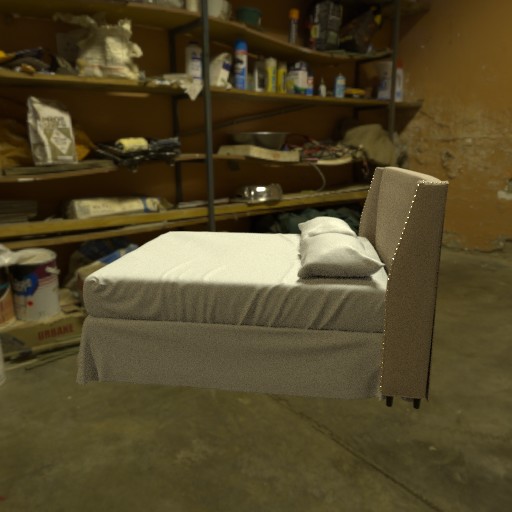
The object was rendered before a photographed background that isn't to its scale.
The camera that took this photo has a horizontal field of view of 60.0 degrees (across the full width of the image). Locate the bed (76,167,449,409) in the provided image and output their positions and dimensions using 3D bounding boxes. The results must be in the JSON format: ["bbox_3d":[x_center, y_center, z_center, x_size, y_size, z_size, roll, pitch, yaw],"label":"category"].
[{"bbox_3d":[0.000,0.000,3.457,2.276,1.332,1.925,2,14,8],"label":"bed"}]
